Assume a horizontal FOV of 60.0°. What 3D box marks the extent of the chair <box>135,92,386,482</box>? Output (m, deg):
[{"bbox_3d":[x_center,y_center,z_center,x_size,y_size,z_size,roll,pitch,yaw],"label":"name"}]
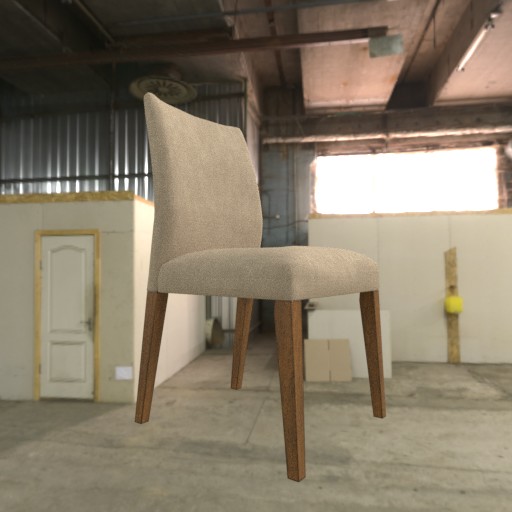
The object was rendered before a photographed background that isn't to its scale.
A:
[{"bbox_3d":[0.000,0.000,1.288,0.585,0.940,0.496,-1,-1,37],"label":"chair"}]
